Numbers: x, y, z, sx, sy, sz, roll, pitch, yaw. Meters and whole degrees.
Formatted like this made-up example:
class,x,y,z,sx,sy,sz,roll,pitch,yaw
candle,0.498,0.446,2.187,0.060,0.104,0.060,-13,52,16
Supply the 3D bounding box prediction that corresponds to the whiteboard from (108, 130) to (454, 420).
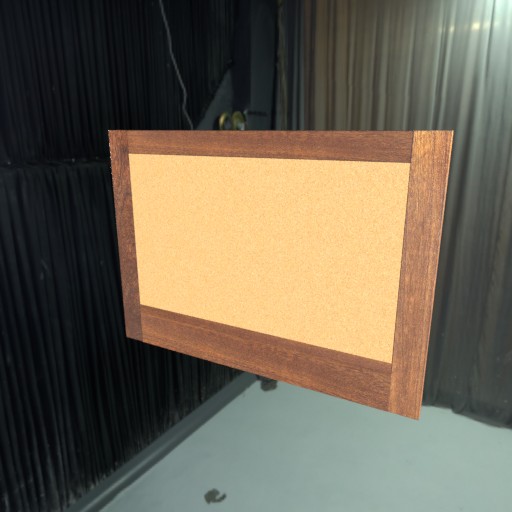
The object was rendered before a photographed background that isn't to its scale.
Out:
class,x,y,z,sx,sy,sz,roll,pitch,yaw
whiteboard,0.000,0.000,1.024,0.783,0.559,0.083,8,18,27
